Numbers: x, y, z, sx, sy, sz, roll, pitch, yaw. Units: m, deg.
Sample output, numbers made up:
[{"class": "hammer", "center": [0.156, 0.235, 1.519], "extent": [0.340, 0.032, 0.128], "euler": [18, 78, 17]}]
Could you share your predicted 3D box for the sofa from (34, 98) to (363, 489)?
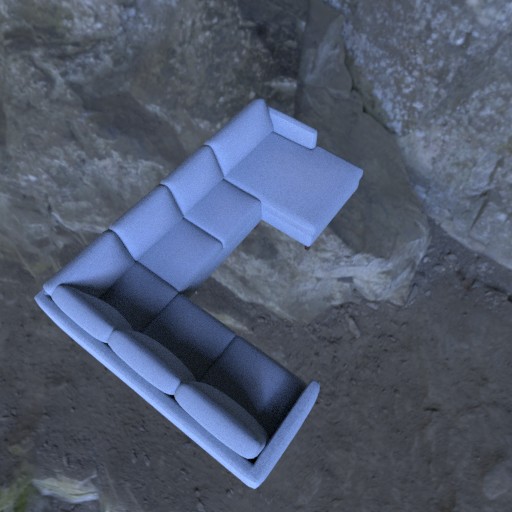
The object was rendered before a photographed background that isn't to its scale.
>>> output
[{"class": "sofa", "center": [0.000, 0.000, 4.512], "extent": [2.551, 0.889, 3.403], "euler": [32, 63, 18]}]
